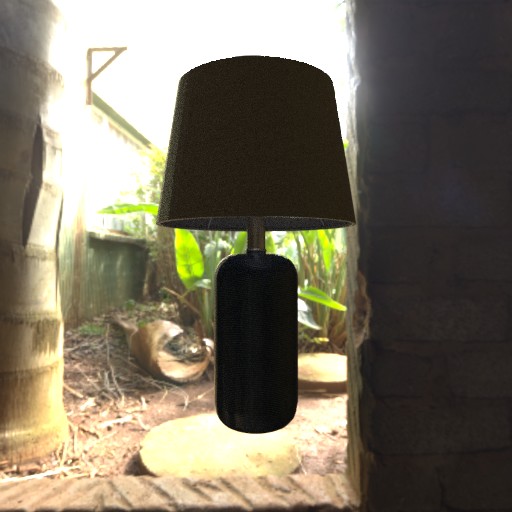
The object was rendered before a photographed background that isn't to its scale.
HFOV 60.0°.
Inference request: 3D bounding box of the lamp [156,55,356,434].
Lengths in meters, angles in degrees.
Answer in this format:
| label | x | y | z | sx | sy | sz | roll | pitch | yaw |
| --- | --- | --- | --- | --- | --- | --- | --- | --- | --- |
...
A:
| label | x | y | z | sx | sy | sz | roll | pitch | yaw |
| --- | --- | --- | --- | --- | --- | --- | --- | --- | --- |
| lamp | 0.000 | 0.000 | 0.572 | 0.253 | 0.428 | 0.253 | 0 | 0 | 0 |
